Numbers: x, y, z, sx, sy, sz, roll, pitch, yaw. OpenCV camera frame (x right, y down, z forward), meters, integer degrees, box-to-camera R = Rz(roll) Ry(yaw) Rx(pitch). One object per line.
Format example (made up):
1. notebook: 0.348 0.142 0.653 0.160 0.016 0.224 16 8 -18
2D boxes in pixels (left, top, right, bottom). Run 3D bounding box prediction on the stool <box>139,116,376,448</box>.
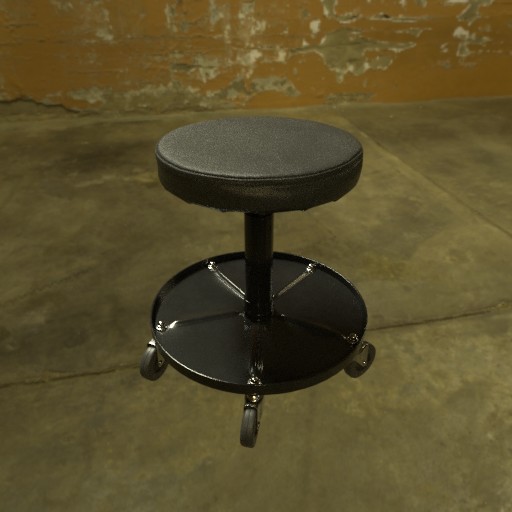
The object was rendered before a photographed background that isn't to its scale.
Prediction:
1. stool: 0.000 0.000 0.684 0.382 0.365 0.381 19 36 28
